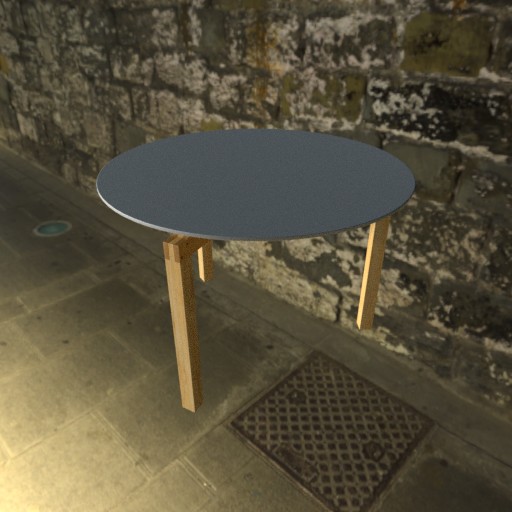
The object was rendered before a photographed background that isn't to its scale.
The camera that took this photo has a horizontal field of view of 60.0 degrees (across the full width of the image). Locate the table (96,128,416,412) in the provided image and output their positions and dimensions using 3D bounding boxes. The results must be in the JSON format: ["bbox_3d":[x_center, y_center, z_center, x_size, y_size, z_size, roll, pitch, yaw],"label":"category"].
[{"bbox_3d":[0.000,0.000,0.974,0.600,0.405,0.600,0,30,0],"label":"table"}]
